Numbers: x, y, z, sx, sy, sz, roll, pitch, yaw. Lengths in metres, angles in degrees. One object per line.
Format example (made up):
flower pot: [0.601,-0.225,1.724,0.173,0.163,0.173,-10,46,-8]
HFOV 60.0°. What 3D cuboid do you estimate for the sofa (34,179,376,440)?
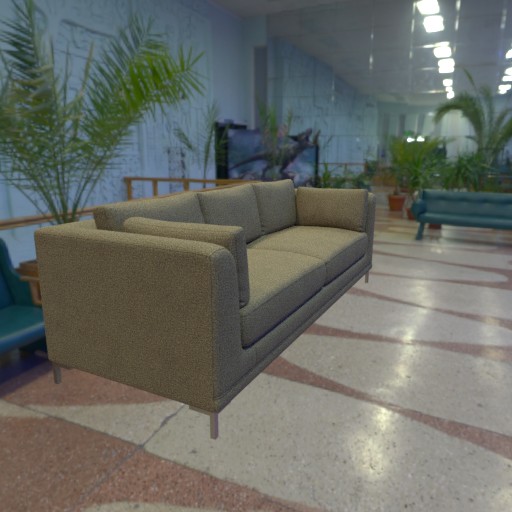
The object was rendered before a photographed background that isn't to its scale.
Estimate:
sofa: [0.000,0.000,2.853,0.969,0.867,2.415,7,15,27]
